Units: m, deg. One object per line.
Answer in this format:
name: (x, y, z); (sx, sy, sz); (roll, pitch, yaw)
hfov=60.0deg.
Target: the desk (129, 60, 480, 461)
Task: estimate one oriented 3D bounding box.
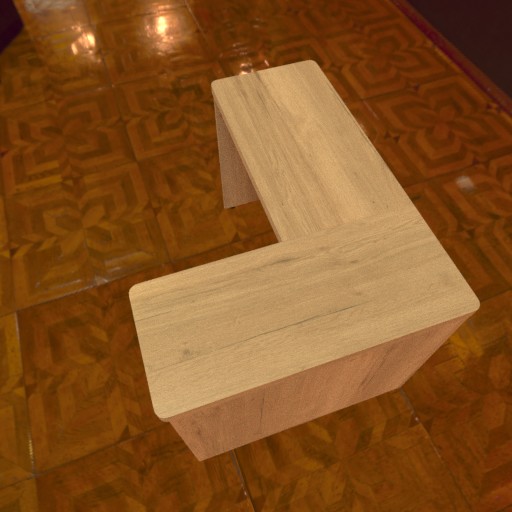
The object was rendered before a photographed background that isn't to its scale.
desk: (0.000, 0.000, 1.734); (0.900, 0.760, 1.169); (-16, 59, -10)
